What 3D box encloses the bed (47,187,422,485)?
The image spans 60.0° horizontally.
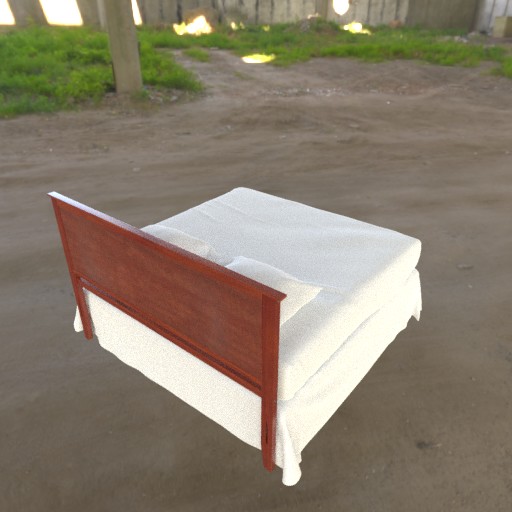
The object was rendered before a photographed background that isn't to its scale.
[{"bbox_3d":[0.000,0.000,3.589,2.314,1.271,2.219,22,36,33],"label":"bed"}]
